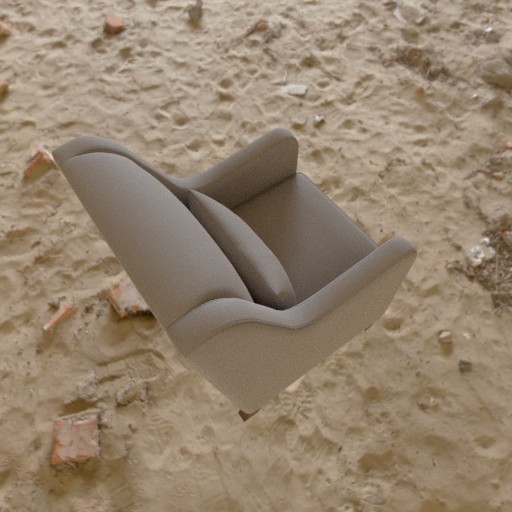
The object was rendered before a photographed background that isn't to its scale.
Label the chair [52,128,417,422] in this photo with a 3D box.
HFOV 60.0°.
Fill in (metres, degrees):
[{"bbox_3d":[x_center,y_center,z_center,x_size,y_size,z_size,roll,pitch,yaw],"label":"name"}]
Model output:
[{"bbox_3d":[0.000,0.000,1.557,0.863,1.010,0.715,-31,63,-18],"label":"chair"}]
